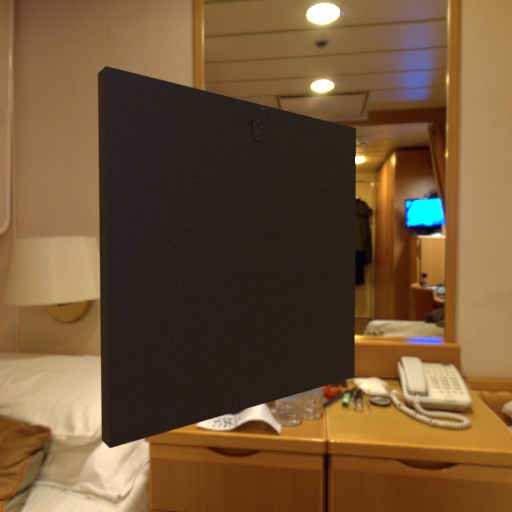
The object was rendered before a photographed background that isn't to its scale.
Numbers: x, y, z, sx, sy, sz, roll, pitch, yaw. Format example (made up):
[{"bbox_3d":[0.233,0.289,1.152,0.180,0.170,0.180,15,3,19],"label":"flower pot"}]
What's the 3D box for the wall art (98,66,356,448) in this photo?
[{"bbox_3d":[0.000,0.000,0.515,0.349,0.349,0.038,-1,2,-38],"label":"wall art"}]
